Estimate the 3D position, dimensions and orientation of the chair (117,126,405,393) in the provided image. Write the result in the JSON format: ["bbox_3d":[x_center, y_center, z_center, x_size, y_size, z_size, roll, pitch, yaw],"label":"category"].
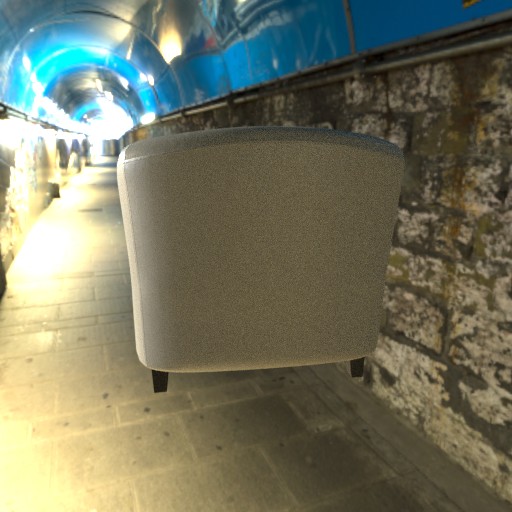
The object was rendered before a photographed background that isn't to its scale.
[{"bbox_3d":[0.000,0.000,1.391,0.792,0.756,0.727,-2,14,-8],"label":"chair"}]
